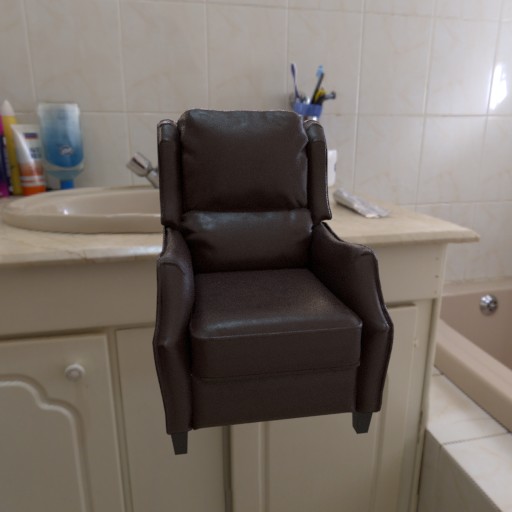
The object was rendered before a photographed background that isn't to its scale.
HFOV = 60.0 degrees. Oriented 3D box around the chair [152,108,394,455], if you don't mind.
[{"bbox_3d":[0.000,0.000,1.744,0.770,1.132,0.982,-3,16,-9],"label":"chair"}]
